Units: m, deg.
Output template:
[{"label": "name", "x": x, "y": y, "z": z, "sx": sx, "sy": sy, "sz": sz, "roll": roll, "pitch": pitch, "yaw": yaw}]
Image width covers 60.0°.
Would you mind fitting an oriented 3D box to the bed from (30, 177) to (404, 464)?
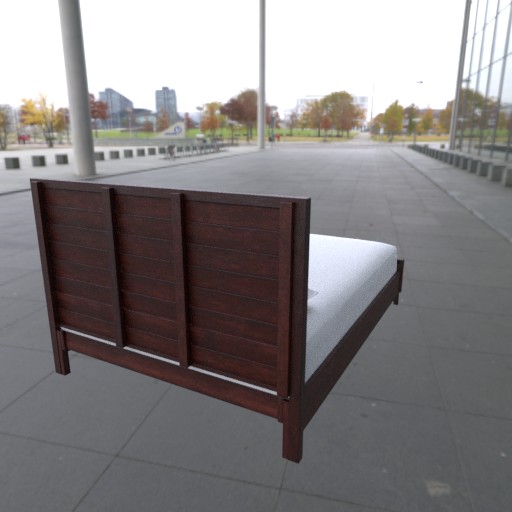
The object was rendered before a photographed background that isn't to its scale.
[{"label": "bed", "x": 0.000, "y": 0.000, "z": 3.906, "sx": 2.040, "sy": 1.492, "sz": 2.803, "roll": 8, "pitch": 18, "yaw": 28}]
